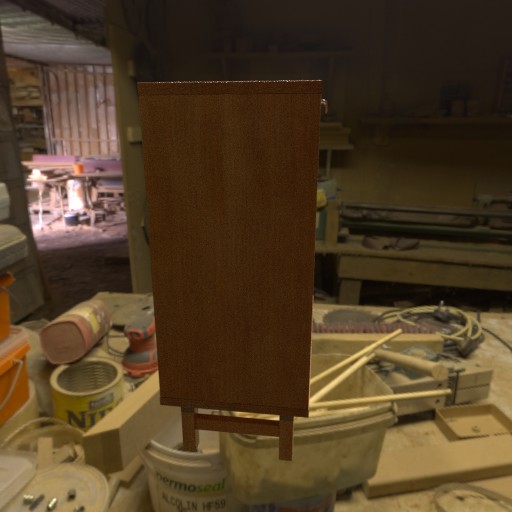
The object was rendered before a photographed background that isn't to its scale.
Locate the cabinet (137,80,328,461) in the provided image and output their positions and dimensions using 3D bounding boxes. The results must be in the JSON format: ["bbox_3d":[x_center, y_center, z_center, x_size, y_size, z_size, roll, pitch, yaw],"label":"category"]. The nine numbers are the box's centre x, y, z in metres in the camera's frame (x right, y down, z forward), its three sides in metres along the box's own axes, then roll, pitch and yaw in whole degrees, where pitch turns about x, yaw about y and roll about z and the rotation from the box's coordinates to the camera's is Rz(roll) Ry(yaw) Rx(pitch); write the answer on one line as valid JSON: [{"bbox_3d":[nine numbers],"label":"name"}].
[{"bbox_3d":[0.000,0.000,1.454,0.419,1.001,0.800,2,17,8],"label":"cabinet"}]
